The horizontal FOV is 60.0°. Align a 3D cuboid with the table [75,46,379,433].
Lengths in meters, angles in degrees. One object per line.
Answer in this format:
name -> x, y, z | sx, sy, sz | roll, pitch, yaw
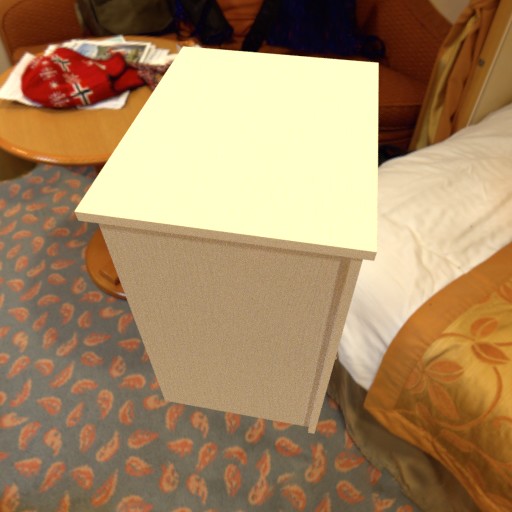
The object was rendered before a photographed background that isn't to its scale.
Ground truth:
table -> 0.000, 0.000, 0.934 | 0.381, 0.635, 0.480 | 8, 49, 7
